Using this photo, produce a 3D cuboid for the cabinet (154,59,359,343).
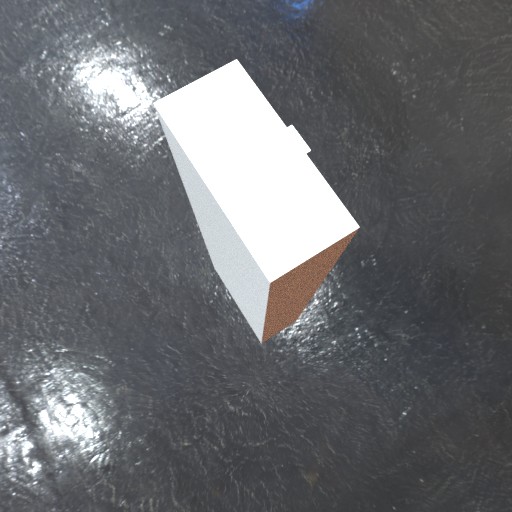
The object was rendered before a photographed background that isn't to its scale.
[{"bbox_3d":[0.000,0.000,1.807,0.255,1.630,0.520,-31,77,-8],"label":"cabinet"}]
